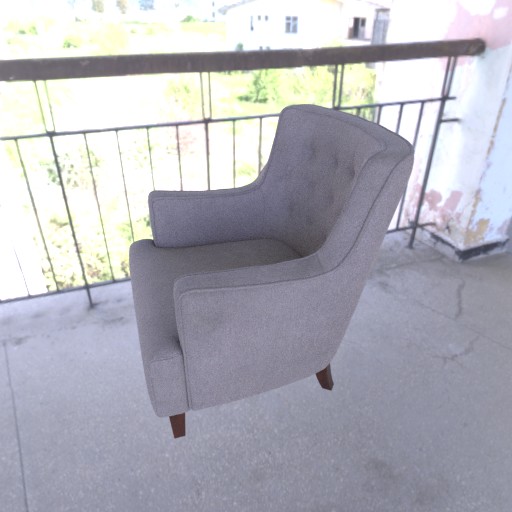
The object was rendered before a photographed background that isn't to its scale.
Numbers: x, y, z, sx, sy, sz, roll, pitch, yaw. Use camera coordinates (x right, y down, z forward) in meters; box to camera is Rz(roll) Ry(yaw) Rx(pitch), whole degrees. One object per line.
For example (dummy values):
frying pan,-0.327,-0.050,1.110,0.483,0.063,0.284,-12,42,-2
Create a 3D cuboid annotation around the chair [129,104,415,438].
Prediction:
chair,0.000,0.000,1.633,0.910,0.919,0.781,-9,32,-15
